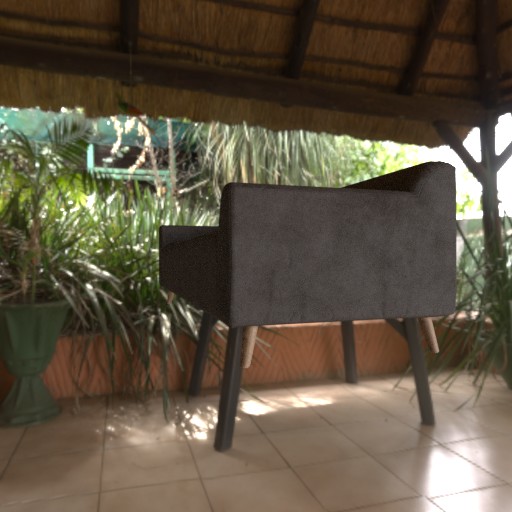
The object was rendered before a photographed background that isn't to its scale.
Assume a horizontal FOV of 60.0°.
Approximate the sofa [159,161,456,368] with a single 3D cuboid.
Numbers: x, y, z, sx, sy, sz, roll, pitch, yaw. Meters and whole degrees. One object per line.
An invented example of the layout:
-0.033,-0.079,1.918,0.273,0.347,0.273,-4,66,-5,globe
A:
0.000,0.000,2.567,0.900,0.740,2.190,0,0,-18,sofa
